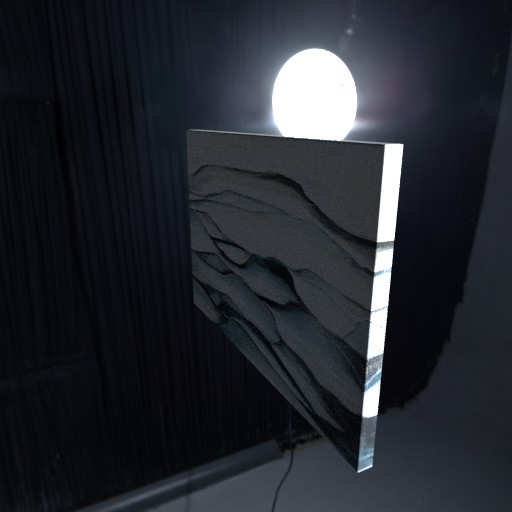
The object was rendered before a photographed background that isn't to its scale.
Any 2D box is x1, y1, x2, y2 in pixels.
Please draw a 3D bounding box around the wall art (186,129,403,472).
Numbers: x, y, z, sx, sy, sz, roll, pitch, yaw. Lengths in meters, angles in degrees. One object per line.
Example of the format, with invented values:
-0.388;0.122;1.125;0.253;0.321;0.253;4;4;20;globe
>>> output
0.000;0.000;1.149;0.039;0.609;0.914;-9;19;-26;wall art
